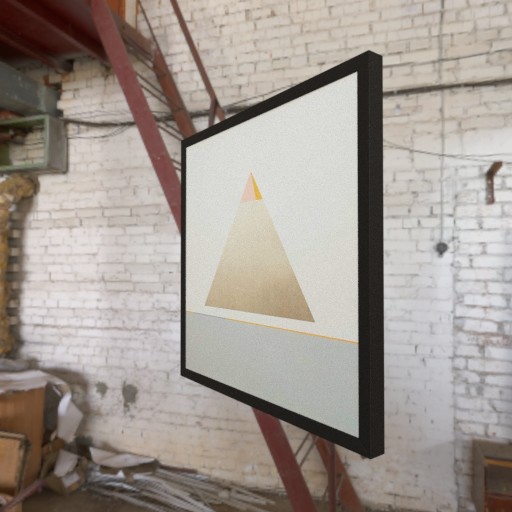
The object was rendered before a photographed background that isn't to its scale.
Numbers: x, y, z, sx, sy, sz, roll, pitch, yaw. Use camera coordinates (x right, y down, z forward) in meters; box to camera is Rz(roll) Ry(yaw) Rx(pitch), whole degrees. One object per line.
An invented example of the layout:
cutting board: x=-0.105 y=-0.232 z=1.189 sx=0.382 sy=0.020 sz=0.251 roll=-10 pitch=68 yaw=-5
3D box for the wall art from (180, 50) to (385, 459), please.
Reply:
wall art: x=0.000 y=0.000 z=0.766 sx=0.028 sy=0.511 sz=0.513 roll=1 pitch=-1 yaw=-37
